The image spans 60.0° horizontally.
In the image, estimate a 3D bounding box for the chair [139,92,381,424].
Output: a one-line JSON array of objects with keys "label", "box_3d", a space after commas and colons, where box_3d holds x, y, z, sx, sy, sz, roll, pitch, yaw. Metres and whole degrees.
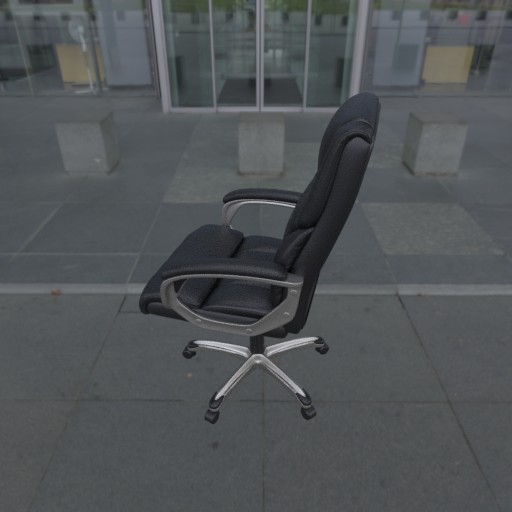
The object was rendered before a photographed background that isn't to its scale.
[{"label": "chair", "box_3d": [0.000, 0.000, 1.636, 0.739, 1.155, 0.663, 8, 32, 13]}]
